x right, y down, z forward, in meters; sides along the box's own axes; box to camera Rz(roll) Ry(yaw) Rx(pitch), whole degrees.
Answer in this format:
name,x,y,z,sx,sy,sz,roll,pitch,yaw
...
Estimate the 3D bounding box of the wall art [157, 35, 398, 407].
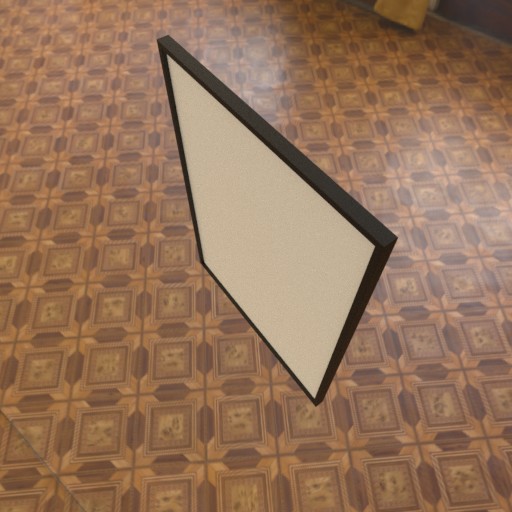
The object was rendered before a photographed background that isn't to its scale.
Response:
name,x,y,z,sx,sy,sz,roll,pitch,yaw
wall art,0.000,0.000,1.408,0.036,1.070,0.802,-32,62,-19
